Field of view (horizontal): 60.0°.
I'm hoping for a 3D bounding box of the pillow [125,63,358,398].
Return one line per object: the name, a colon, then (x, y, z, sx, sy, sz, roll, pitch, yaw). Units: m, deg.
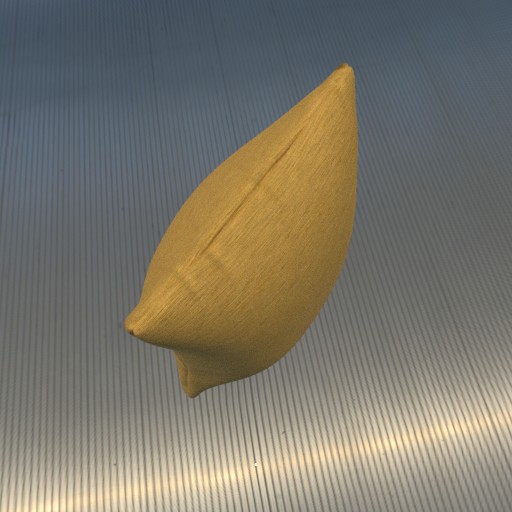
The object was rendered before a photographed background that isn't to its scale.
pillow: (0.000, 0.000, 0.681, 0.247, 0.417, 0.435, 32, 69, 14)
